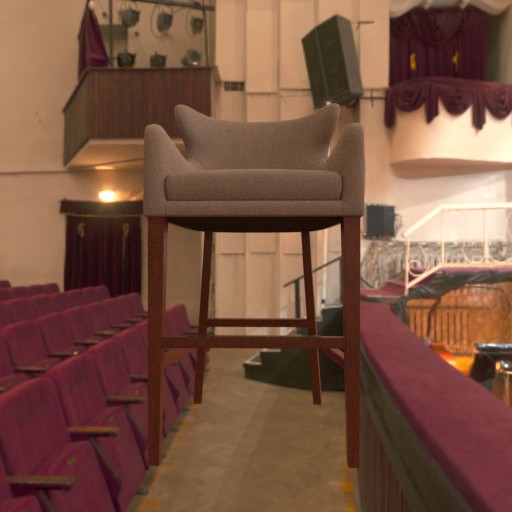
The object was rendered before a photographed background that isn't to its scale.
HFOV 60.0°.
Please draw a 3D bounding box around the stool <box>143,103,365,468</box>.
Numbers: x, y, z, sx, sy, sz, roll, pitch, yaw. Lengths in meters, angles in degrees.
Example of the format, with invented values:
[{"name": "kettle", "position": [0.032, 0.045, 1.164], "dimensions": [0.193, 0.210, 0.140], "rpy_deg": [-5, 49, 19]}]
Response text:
[{"name": "stool", "position": [0.000, 0.000, 1.381], "dimensions": [0.575, 1.047, 0.575], "rpy_deg": [0, -1, 1]}]
